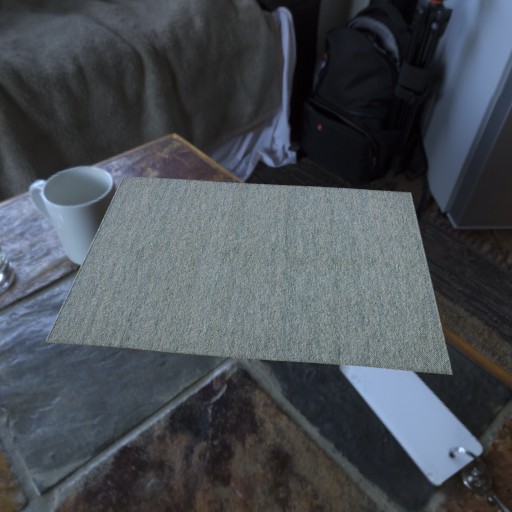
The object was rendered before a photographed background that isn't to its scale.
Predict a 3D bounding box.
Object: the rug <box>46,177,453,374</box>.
[{"bbox_3d":[0.000,0.000,2.987,2.283,0.013,1.547,4,48,3],"label":"rug"}]
